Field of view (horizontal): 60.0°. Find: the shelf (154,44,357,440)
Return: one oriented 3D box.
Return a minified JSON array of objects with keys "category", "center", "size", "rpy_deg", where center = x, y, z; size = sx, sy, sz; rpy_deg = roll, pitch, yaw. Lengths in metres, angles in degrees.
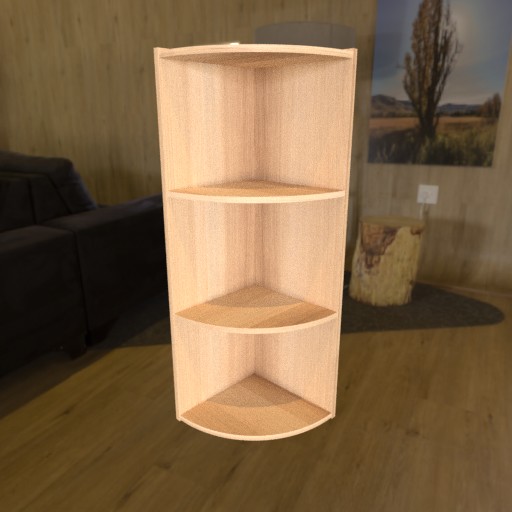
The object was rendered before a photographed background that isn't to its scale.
[{"category":"shelf","center":[0.000,0.000,1.018],"size":[0.290,0.872,0.290],"rpy_deg":[16,23,41]}]
